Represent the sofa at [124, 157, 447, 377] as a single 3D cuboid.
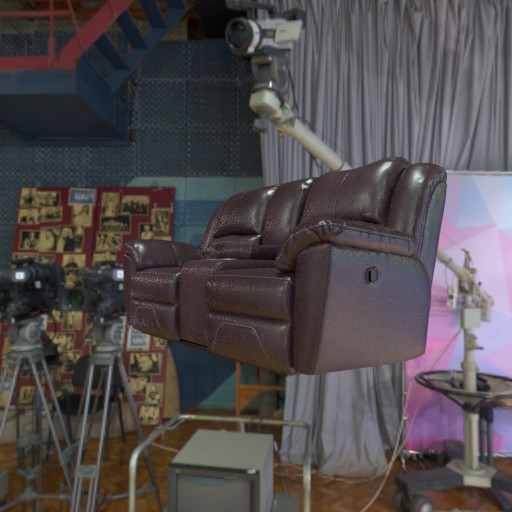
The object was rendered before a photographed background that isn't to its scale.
[{"bbox_3d":[0.000,0.000,2.701,0.991,1.043,2.058,1,-1,-37],"label":"sofa"}]
